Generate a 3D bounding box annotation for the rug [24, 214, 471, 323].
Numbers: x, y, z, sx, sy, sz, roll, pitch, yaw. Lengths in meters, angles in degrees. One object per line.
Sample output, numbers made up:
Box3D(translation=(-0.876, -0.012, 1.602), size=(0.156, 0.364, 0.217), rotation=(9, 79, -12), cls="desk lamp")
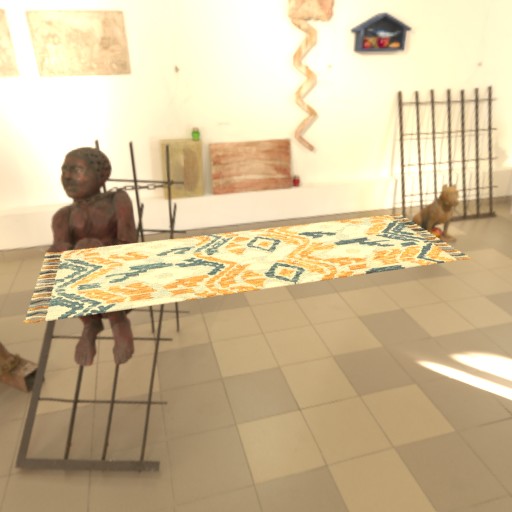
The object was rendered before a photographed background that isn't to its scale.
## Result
Box3D(translation=(0.000, 0.000, 2.656), size=(2.437, 0.010, 0.783), rotation=(-7, 27, -14), cls="rug")
